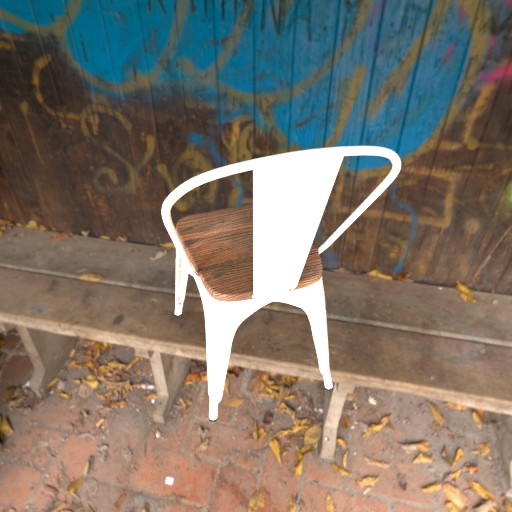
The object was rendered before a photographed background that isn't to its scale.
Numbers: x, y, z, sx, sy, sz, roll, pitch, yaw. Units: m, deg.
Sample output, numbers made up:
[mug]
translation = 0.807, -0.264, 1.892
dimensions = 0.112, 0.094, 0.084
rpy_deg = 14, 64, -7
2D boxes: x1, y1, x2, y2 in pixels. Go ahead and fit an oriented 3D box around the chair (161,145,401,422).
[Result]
[chair]
translation = 0.000, 0.000, 1.156
dimensions = 0.452, 0.851, 0.521
rpy_deg = -11, 42, -12
